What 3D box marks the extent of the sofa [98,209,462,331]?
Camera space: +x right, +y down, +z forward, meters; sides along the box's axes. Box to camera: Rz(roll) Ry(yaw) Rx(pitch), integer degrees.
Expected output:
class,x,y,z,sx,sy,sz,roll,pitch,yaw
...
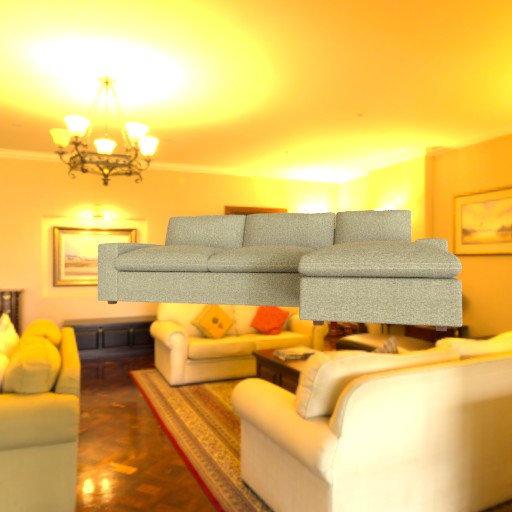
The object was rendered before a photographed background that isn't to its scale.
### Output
class,x,y,z,sx,sy,sz,roll,pitch,yaw
sofa,0.000,0.000,3.434,2.718,0.813,1.689,0,-1,18
